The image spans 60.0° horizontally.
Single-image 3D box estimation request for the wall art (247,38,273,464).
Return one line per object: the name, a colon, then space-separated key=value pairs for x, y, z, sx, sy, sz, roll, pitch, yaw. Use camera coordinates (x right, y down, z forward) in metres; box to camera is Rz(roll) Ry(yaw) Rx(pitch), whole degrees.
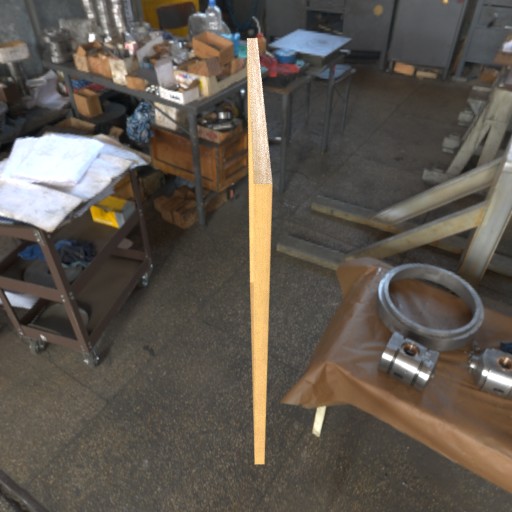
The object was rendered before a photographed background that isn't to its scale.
wall art: x=0.000 y=0.000 z=1.332 sx=0.030 sy=1.002 sz=0.798 roll=-1 pitch=41 yaw=-1
